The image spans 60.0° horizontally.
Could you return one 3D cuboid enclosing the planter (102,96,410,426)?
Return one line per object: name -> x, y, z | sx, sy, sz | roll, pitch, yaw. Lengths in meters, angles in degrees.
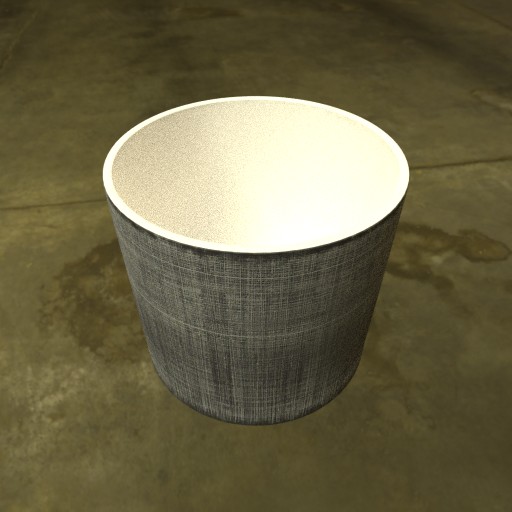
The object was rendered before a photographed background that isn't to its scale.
planter -> 0.000, 0.000, 0.395 | 0.221, 0.201, 0.221 | 0, 42, 0
